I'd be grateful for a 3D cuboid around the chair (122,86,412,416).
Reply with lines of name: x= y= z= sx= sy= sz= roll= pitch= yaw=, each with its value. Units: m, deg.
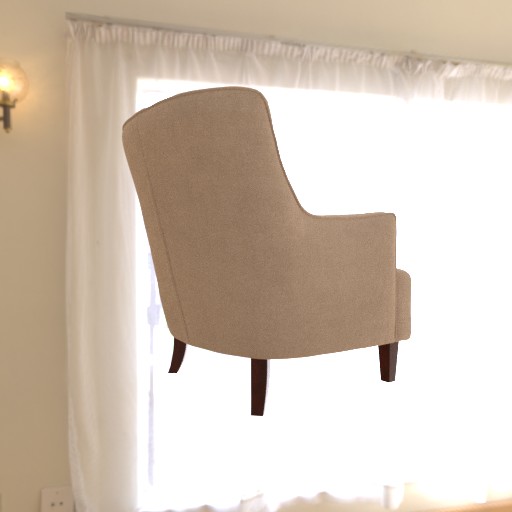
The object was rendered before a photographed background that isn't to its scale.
chair: x=0.000 y=0.000 z=1.640 sx=0.910 sy=0.920 sz=0.781 roll=-1 pitch=1 yaw=-37
